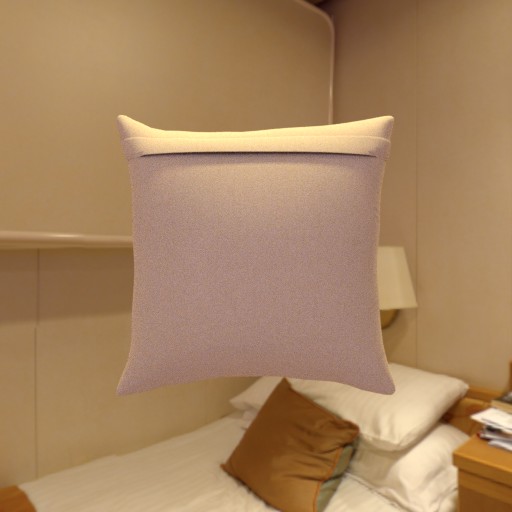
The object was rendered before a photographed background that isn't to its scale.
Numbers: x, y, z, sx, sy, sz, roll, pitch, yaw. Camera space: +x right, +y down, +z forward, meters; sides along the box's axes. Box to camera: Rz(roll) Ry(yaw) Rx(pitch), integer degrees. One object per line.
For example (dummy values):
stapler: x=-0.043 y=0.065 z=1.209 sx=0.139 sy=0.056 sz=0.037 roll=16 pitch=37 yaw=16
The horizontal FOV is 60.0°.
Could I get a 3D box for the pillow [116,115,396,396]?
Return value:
pillow: x=0.000 y=0.000 z=0.643 sx=0.405 sy=0.406 sz=0.173 roll=0 pitch=0 yaw=0
